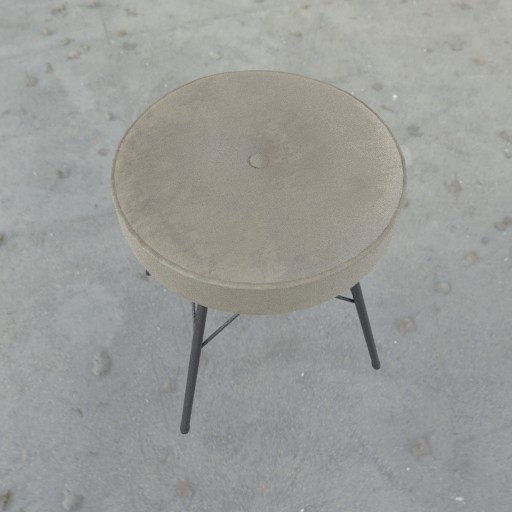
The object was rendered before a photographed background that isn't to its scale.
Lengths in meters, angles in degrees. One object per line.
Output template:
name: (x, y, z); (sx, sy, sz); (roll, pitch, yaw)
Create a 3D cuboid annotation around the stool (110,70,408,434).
stool: (0.000, 0.000, 0.829); (0.457, 0.538, 0.423); (-15, 58, -10)
